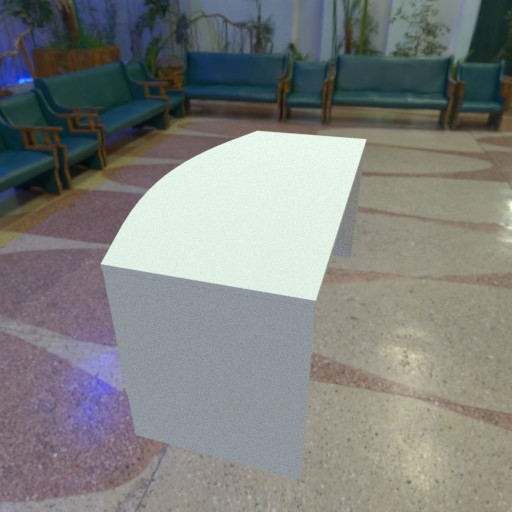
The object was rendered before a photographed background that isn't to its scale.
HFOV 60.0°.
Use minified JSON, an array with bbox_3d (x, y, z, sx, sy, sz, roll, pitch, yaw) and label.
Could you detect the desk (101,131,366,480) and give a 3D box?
[{"bbox_3d":[0.000,0.000,2.087,0.802,0.750,1.600,9,31,14],"label":"desk"}]
